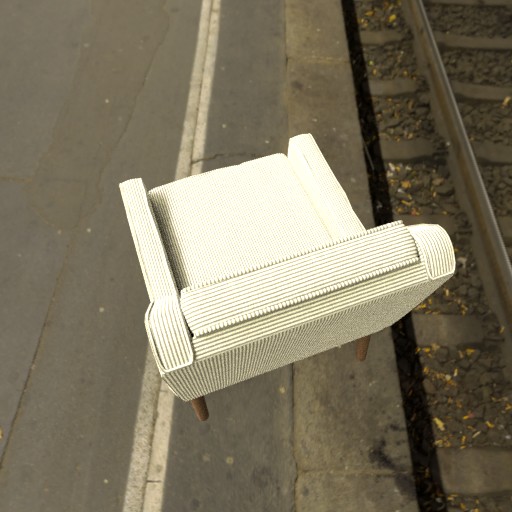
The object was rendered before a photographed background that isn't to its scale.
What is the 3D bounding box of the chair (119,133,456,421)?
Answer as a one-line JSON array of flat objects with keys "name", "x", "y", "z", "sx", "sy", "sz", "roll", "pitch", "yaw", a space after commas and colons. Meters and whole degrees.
[{"name": "chair", "x": 0.000, "y": 0.000, "z": 1.332, "sx": 0.663, "sy": 0.792, "sz": 0.743, "roll": -17, "pitch": 59, "yaw": -11}]
